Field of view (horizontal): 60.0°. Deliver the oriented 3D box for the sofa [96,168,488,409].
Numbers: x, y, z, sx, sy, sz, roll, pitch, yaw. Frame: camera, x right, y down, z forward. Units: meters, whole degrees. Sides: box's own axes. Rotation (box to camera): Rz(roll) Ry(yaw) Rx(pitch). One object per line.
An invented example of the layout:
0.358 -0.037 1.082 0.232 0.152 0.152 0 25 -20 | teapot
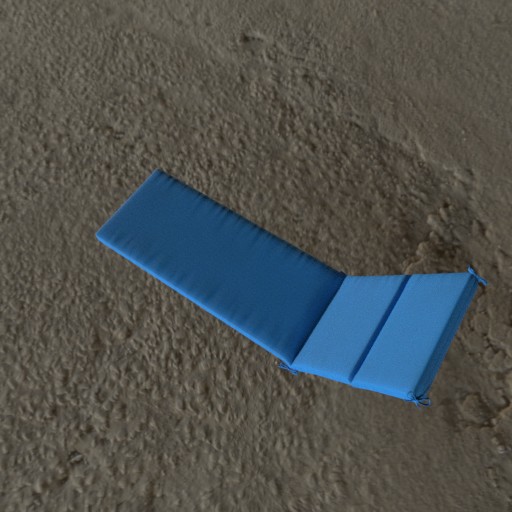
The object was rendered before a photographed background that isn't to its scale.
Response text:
0.000 0.000 1.949 1.663 0.622 0.582 31 67 14 | sofa
